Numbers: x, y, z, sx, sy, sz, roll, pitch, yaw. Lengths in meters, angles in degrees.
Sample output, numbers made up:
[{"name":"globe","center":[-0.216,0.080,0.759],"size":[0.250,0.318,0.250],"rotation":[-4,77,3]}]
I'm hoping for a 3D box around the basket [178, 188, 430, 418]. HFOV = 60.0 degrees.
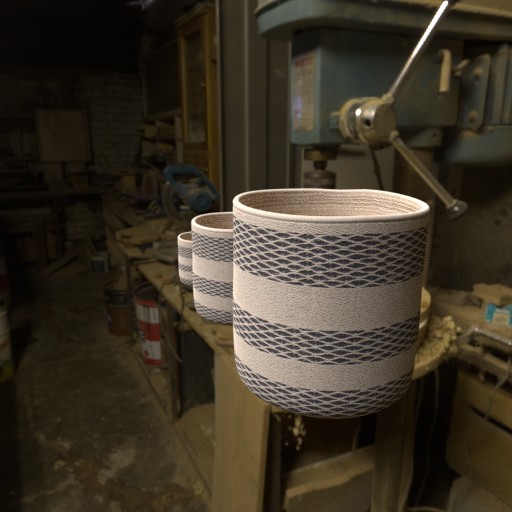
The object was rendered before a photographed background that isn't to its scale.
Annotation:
[{"name":"basket","center":[0.000,0.000,1.093],"size":[0.351,0.356,0.917],"rotation":[-8,17,-26]}]
